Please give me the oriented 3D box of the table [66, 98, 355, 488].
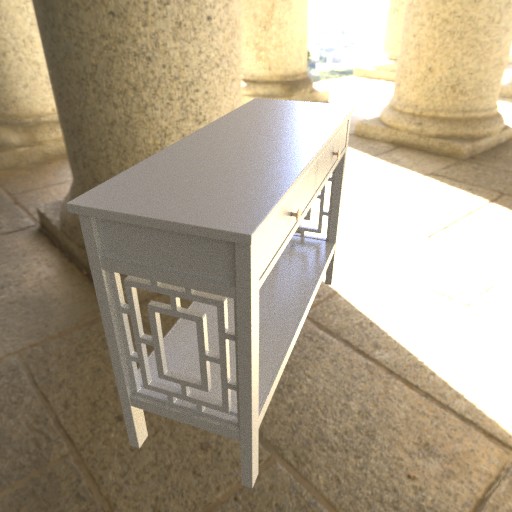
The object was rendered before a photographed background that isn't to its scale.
[{"bbox_3d":[0.000,0.000,1.426,0.397,0.753,1.068,11,32,17],"label":"table"}]
